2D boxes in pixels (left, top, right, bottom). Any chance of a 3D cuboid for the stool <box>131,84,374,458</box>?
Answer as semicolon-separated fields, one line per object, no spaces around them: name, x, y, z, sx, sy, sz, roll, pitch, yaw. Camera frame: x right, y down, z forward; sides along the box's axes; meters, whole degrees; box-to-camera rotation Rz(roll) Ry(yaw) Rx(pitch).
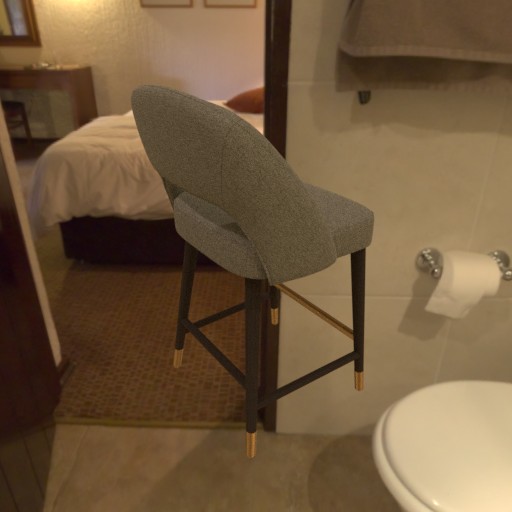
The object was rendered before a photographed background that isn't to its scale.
stool;0.000;0.000;1.243;0.524;0.925;0.536;-18;32;-31
